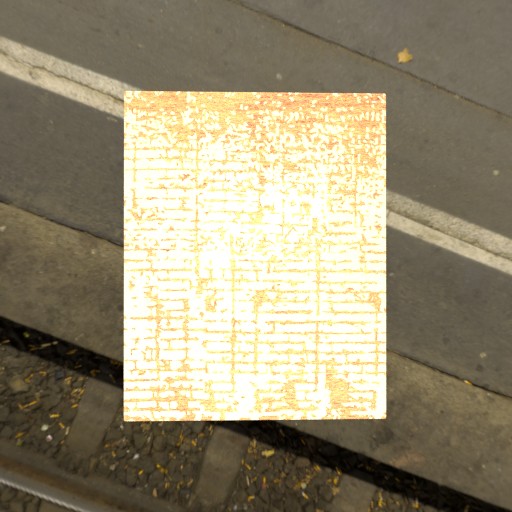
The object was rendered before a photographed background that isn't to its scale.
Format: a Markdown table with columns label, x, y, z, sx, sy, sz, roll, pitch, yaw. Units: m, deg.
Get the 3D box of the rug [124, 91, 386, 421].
| label | x | y | z | sx | sy | sz | roll | pitch | yaw |
| --- | --- | --- | --- | --- | --- | --- | --- | --- | --- |
| rug | 0.000 | 0.000 | 4.130 | 2.441 | 0.011 | 3.050 | 0 | 90 | -2 |
